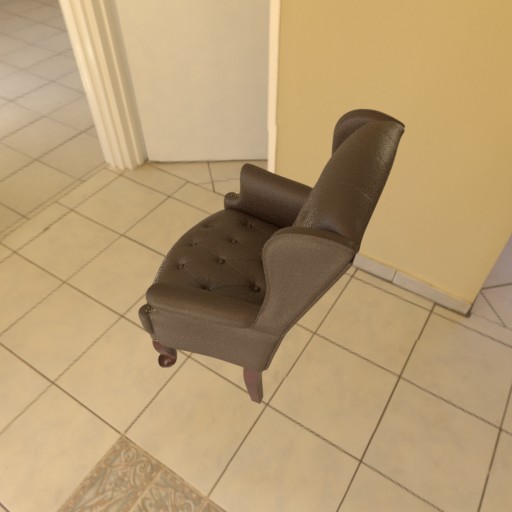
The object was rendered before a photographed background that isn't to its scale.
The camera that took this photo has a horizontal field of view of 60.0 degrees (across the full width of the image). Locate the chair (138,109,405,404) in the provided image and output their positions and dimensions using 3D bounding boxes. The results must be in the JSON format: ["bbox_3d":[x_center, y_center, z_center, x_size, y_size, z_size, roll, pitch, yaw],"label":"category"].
[{"bbox_3d":[0.000,0.000,1.733,0.819,1.132,0.829,17,49,16],"label":"chair"}]
